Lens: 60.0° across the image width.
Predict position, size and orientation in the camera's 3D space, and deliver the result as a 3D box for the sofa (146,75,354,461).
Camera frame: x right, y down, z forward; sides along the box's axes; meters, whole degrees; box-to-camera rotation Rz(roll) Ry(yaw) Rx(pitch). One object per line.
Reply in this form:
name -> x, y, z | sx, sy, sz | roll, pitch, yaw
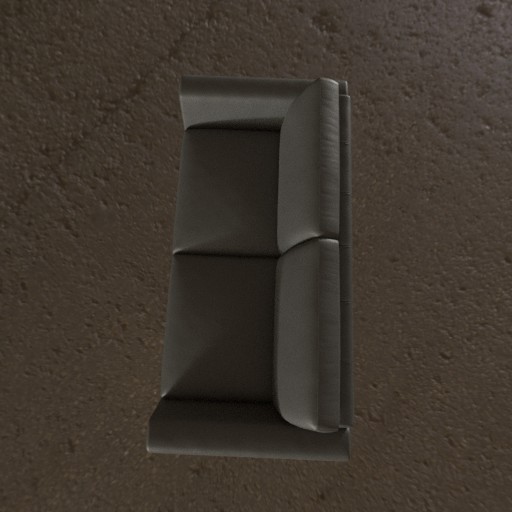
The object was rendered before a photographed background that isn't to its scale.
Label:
sofa -> 0.000, 0.000, 2.437 | 0.953, 0.875, 2.017 | 2, 76, 1
